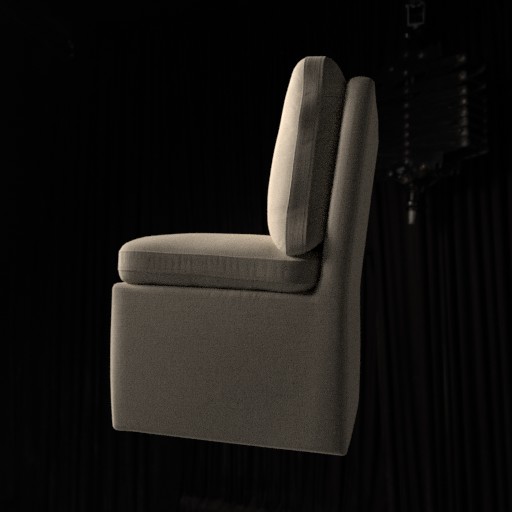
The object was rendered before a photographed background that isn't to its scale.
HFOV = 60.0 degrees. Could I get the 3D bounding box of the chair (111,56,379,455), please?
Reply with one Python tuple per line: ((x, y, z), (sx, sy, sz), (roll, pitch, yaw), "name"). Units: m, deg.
((0.000, 0.000, 1.305), (0.698, 0.927, 0.503), (0, -2, 16), "chair")
